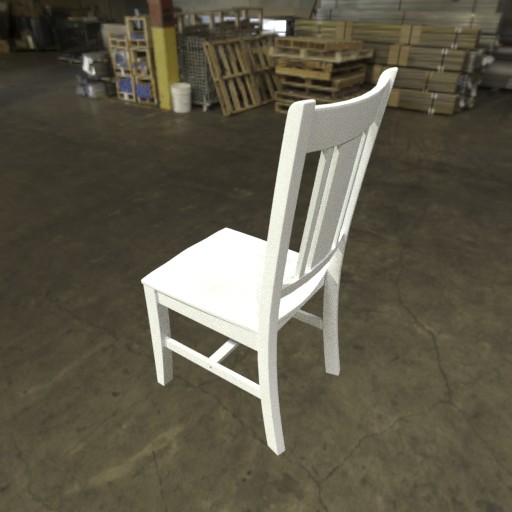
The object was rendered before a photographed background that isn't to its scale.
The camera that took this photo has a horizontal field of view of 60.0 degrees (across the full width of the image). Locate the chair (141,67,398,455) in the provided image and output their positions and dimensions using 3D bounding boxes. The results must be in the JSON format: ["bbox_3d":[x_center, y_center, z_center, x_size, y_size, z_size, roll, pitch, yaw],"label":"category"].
[{"bbox_3d":[0.000,0.000,1.275,0.555,0.998,0.450,20,37,29],"label":"chair"}]
